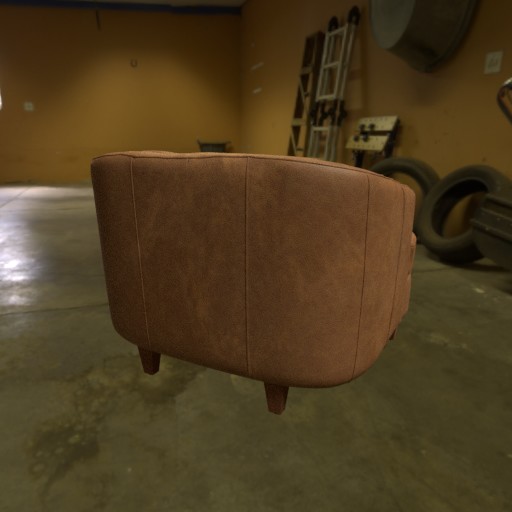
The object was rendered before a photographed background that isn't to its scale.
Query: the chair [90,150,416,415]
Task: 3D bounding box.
[{"bbox_3d":[0.000,0.000,1.775,1.119,0.836,0.911,8,17,27],"label":"chair"}]
